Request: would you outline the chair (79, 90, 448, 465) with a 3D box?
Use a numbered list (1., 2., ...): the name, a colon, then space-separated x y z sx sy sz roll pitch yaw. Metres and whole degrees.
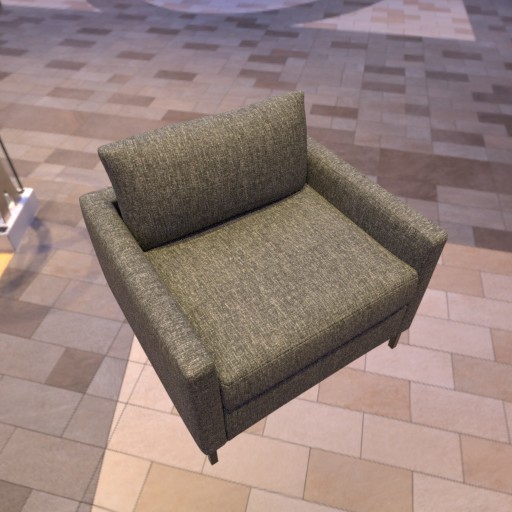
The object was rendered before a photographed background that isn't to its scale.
1. chair: 0.000 0.000 1.603 0.963 0.861 0.866 -25 50 -23
